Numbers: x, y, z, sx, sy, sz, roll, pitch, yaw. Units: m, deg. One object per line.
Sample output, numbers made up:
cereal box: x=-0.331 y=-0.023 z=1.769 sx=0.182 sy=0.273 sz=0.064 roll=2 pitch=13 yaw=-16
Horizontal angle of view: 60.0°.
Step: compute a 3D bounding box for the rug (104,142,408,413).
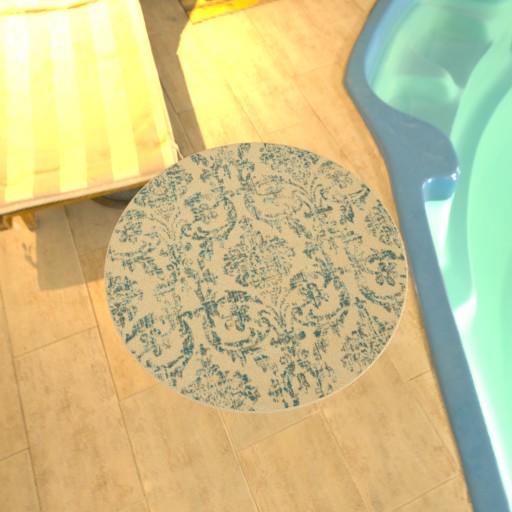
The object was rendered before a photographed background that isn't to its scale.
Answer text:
rug: x=0.000 y=0.000 z=2.355 sx=1.593 sy=0.012 sz=1.593 roll=0 pitch=62 yaw=0
